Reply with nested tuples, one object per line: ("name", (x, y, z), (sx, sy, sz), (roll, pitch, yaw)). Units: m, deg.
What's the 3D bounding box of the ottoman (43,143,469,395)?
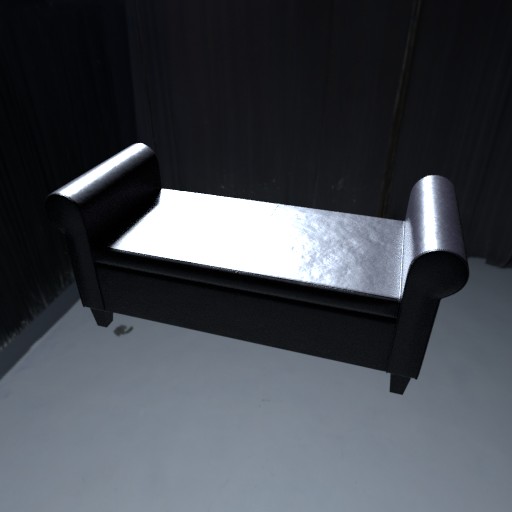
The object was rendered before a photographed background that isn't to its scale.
("ottoman", (0.000, 0.000, 1.562), (1.256, 0.547, 0.521), (9, 34, 14))
